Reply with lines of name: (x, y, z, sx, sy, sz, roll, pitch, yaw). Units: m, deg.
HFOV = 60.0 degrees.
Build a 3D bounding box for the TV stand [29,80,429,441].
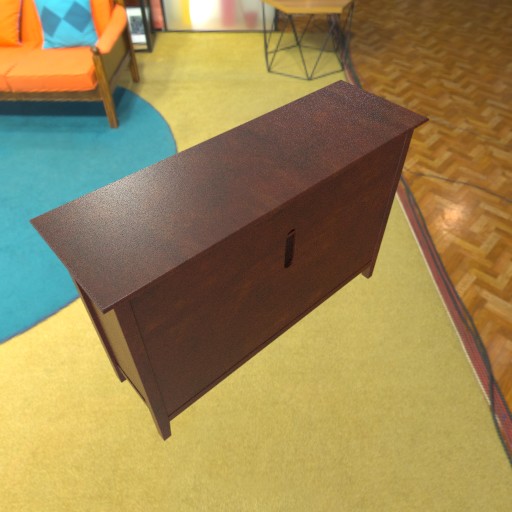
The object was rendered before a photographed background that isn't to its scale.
TV stand: (0.000, 0.000, 1.815, 1.372, 0.915, 0.445, -33, 54, -27)
